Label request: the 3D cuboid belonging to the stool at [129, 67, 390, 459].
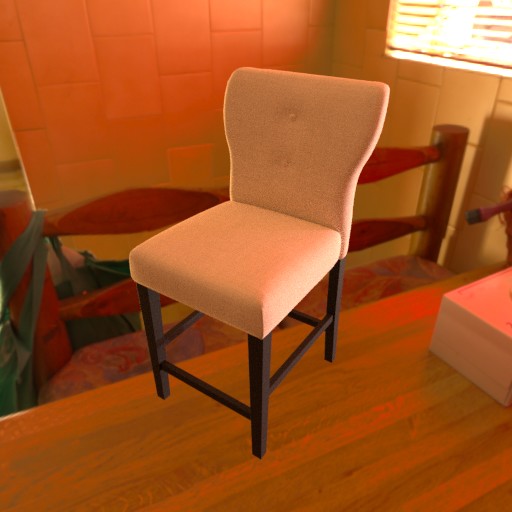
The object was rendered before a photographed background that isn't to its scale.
[{"bbox_3d":[0.000,0.000,1.343,0.514,0.972,0.603,19,36,29],"label":"stool"}]
